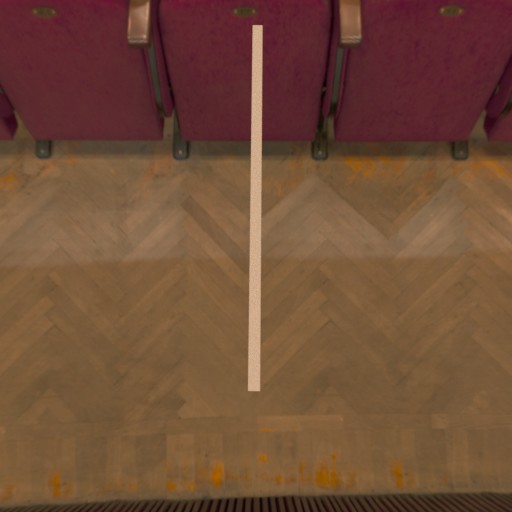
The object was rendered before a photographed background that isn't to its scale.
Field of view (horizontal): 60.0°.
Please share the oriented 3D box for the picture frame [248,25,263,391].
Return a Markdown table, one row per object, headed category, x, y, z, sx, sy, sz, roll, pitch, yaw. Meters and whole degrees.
| category | x | y | z | sx | sy | sz | roll | pitch | yaw |
| --- | --- | --- | --- | --- | --- | --- | --- | --- | --- |
| picture frame | 0.000 | 0.000 | 0.842 | 0.013 | 0.657 | 0.457 | 1 | 76 | 0 |
